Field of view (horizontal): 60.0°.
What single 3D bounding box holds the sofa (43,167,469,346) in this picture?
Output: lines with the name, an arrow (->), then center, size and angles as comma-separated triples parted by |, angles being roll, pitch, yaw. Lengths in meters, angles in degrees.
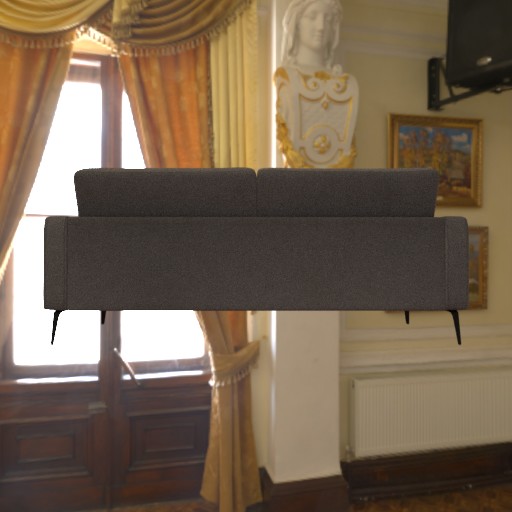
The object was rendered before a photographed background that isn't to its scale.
sofa -> 0.000, 0.000, 2.369 | 1.925, 0.828, 0.774 | 0, -1, 0
